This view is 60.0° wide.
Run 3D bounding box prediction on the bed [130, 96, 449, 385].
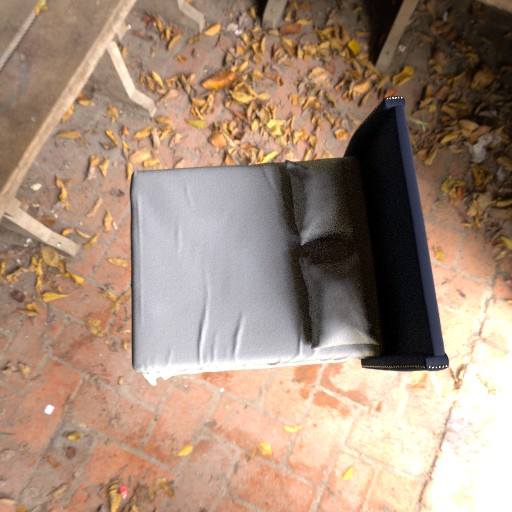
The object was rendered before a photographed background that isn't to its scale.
[{"bbox_3d":[0.000,0.000,3.549,2.276,1.332,1.925,-4,76,-1],"label":"bed"}]
